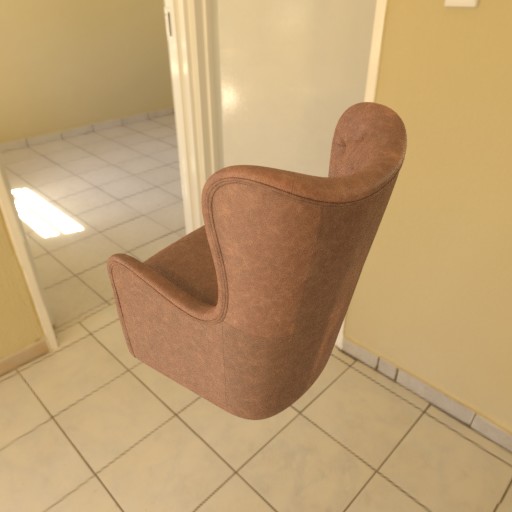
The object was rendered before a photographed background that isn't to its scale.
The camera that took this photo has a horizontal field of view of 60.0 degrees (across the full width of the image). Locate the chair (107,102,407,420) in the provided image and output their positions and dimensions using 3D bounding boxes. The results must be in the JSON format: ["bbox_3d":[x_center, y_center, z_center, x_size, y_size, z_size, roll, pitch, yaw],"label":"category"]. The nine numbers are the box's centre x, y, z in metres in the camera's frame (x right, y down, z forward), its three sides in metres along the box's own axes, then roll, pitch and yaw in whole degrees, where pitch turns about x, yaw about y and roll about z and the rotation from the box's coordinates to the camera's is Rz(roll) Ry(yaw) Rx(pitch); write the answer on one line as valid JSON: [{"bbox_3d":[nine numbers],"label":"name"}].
[{"bbox_3d":[0.000,0.000,1.728,0.930,1.079,0.831,21,38,29],"label":"chair"}]
